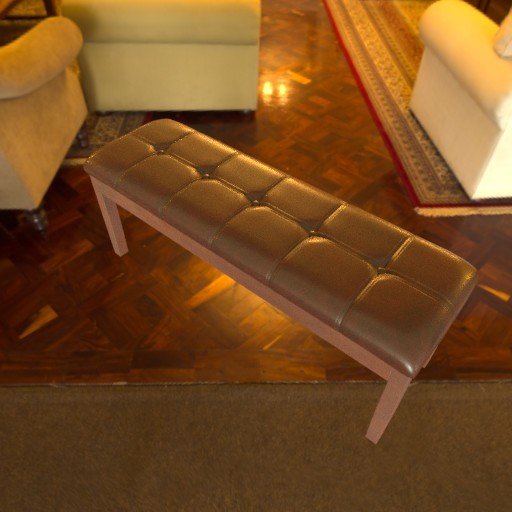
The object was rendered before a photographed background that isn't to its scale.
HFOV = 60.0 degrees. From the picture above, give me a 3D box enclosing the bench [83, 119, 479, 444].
[{"bbox_3d":[0.000,0.000,1.498,1.259,0.491,0.401,31,54,26],"label":"bench"}]
